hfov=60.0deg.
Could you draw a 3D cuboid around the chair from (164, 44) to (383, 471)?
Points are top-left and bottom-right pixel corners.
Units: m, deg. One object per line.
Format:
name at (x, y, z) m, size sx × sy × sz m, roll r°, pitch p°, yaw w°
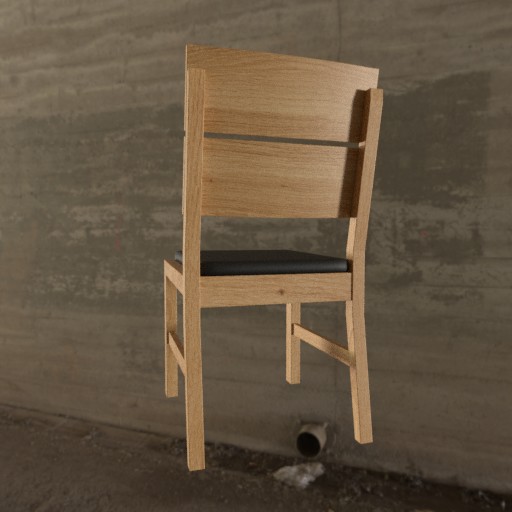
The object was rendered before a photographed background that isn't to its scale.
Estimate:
chair at (0.000, 0.000, 1.298) m, size 0.475 × 0.950 × 0.569 m, roll -1°, pitch 3°, yaw -17°
